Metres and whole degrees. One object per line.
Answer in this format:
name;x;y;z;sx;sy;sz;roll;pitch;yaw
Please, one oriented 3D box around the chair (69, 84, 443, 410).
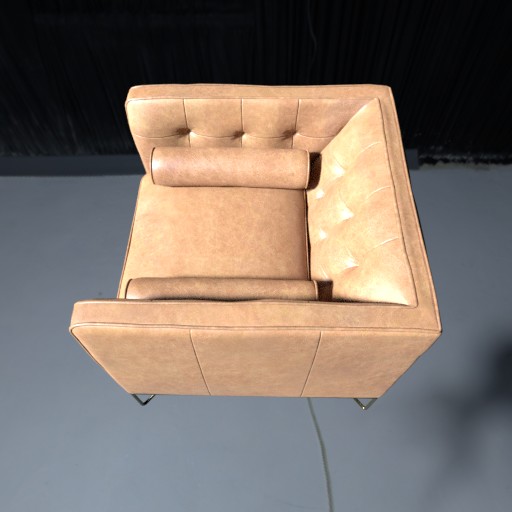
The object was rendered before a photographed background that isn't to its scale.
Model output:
chair;0.000;0.000;1.600;0.912;0.797;0.920;1;59;1
